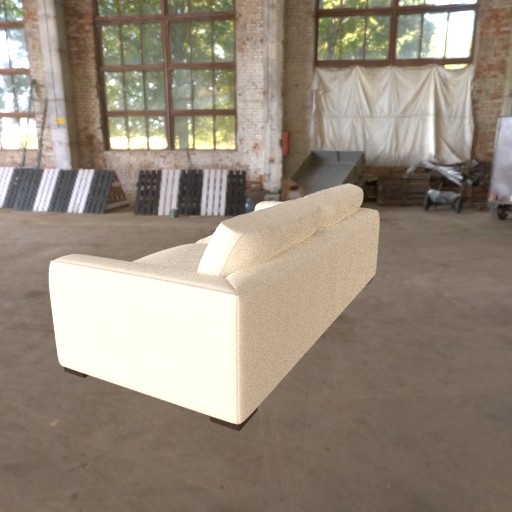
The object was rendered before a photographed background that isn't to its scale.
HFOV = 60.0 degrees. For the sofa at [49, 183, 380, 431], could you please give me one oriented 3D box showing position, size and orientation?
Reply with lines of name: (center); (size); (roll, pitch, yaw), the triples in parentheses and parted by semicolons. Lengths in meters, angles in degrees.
sofa: (0.000, 0.000, 2.810); (1.070, 0.801, 2.262); (8, 17, 27)
